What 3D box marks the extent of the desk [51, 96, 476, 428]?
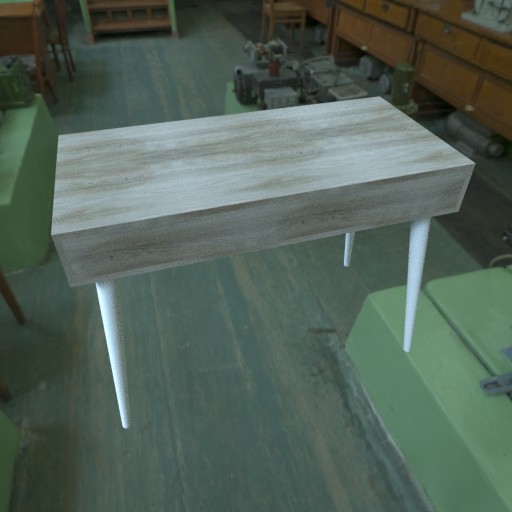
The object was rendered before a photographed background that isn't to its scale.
[{"bbox_3d":[0.000,0.000,1.376,0.979,0.723,0.491,-11,41,-13],"label":"desk"}]
